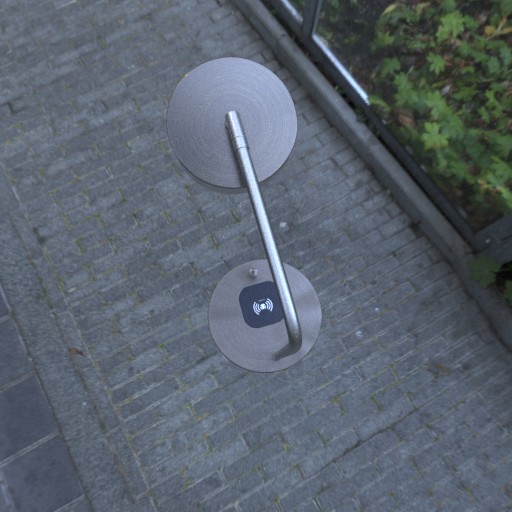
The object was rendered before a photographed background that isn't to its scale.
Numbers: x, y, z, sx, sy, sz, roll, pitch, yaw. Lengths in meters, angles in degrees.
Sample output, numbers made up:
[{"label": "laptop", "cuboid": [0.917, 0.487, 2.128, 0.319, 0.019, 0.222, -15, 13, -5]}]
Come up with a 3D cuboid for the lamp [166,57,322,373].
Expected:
[{"label": "lamp", "cuboid": [0.000, 0.000, 0.635, 0.211, 0.469, 0.334, -15, 76, -4]}]
